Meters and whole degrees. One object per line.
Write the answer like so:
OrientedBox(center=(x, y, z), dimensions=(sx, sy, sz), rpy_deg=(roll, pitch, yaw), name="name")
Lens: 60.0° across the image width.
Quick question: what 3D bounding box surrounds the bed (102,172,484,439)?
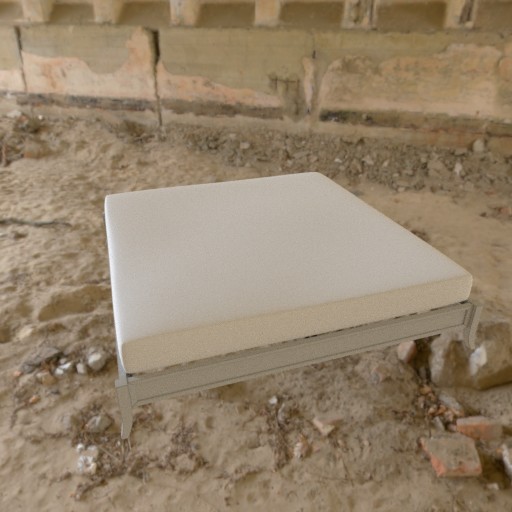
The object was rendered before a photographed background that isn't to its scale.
OrientedBox(center=(0.000, 0.000, 3.079), dimensions=(2.007, 0.510, 2.108), rpy_deg=(-9, 29, -16), name="bed")
